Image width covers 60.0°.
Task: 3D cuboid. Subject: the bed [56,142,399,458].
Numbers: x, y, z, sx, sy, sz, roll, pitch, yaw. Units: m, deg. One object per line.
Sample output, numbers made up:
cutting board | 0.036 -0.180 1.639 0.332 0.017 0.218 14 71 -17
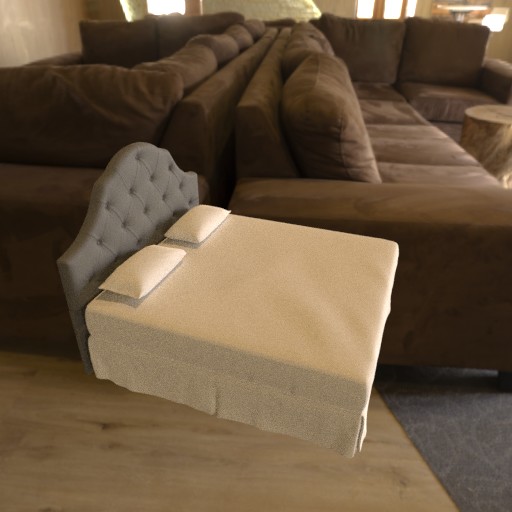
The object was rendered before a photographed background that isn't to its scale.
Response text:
bed | 0.000 0.000 3.635 2.214 1.615 2.008 11 32 18
